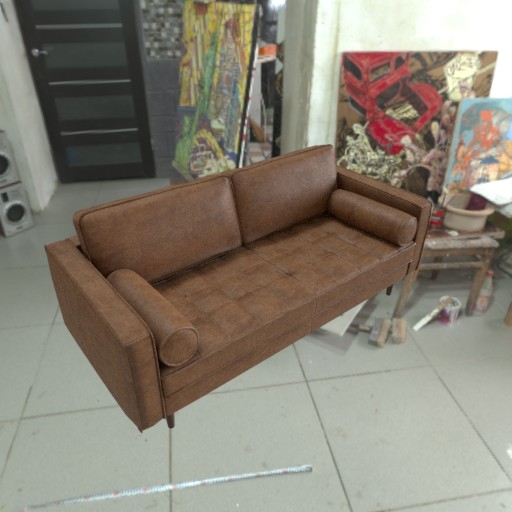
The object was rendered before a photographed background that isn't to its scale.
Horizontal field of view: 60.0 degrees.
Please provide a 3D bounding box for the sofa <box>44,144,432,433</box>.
[{"bbox_3d":[0.000,0.000,2.423,1.920,0.825,0.924,-23,38,-32],"label":"sofa"}]
